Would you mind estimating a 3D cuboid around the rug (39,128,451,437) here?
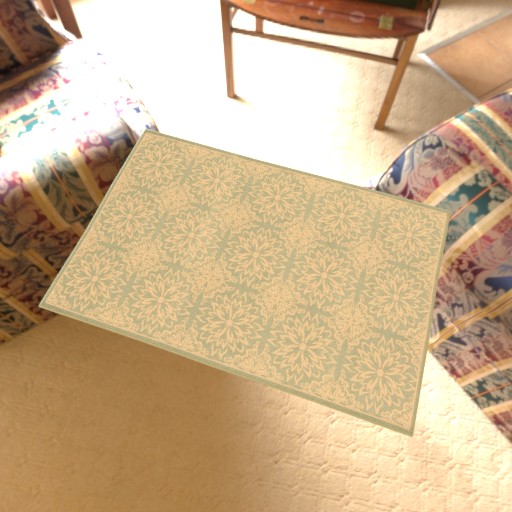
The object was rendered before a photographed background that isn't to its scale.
[{"bbox_3d":[0.000,0.000,3.434,2.746,0.018,1.819,17,64,9],"label":"rug"}]
